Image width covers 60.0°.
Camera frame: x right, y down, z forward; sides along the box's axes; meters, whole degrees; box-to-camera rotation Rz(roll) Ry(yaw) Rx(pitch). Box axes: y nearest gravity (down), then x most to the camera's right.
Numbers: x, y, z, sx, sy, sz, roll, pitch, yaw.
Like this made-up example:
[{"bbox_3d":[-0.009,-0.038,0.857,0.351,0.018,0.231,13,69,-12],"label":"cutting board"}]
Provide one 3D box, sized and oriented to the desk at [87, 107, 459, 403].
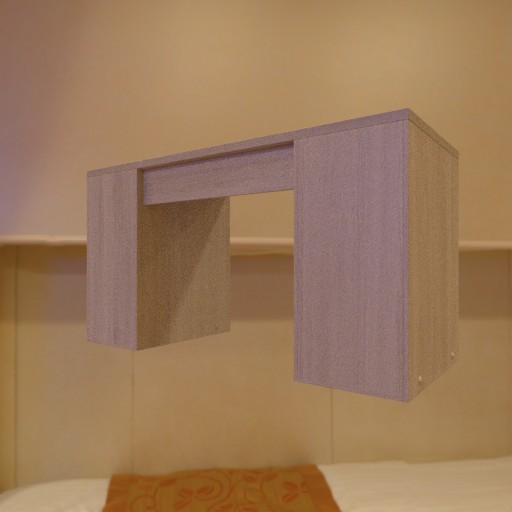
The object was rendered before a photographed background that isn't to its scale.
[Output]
[{"bbox_3d":[0.000,0.000,1.759,1.390,0.740,0.600,0,0,36],"label":"desk"}]
